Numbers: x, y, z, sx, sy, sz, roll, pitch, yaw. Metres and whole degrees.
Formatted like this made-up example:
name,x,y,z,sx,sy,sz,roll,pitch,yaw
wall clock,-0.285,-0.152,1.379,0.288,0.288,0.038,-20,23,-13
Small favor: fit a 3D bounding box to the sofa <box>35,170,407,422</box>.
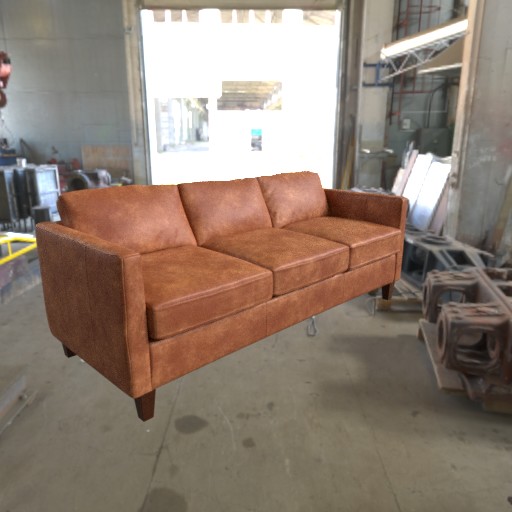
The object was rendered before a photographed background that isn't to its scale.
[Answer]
name,x,y,z,sx,sy,sz,roll,pitch,yaw
sofa,0.000,0.000,3.006,2.464,1.006,1.045,-15,21,-43
